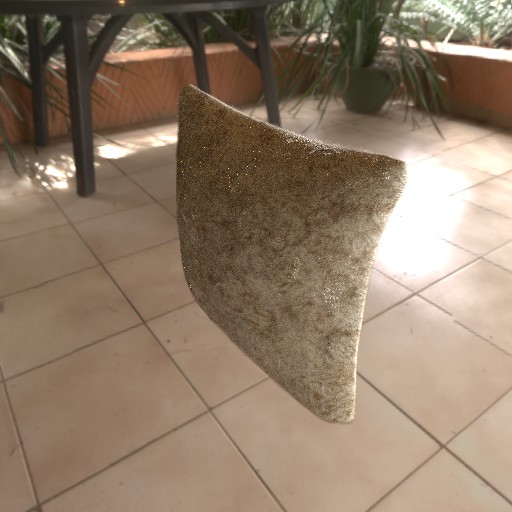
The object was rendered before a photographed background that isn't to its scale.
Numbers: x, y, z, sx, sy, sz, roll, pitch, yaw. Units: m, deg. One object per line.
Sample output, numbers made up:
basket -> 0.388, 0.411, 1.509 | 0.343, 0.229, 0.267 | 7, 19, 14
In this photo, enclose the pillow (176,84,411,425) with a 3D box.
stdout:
pillow -> 0.000, 0.000, 0.818 | 0.216, 0.525, 0.538 | -22, 39, -30
